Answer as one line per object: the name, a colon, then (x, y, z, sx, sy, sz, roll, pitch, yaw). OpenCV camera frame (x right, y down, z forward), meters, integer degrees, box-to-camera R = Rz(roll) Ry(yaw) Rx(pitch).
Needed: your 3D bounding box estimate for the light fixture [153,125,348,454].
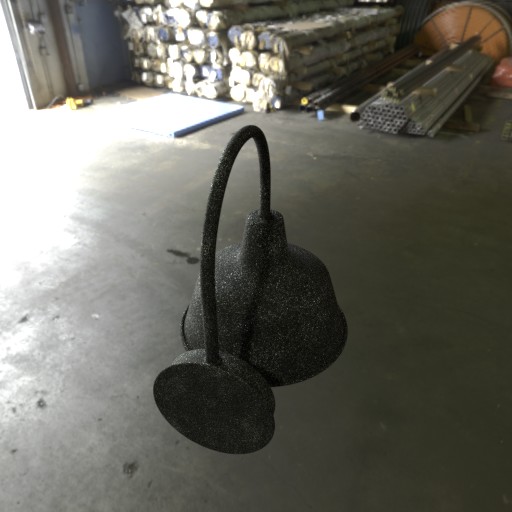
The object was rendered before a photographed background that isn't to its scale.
light fixture: (0.000, 0.000, 0.484, 0.216, 0.300, 0.283, 10, 34, 14)
